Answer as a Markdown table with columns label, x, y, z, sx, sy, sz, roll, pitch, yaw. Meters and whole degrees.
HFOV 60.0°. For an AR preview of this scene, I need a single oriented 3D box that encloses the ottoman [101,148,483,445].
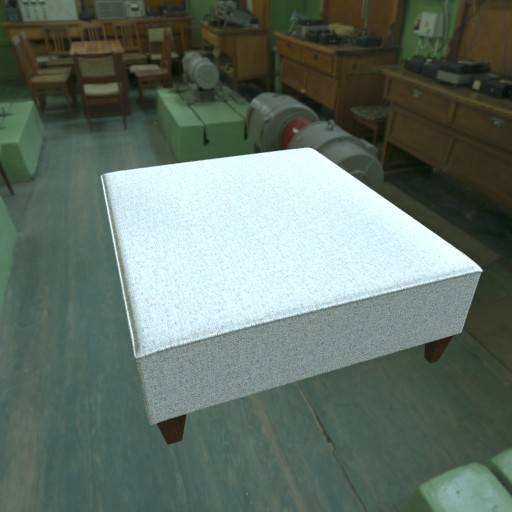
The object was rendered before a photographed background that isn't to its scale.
| label | x | y | z | sx | sy | sz | roll | pitch | yaw |
| --- | --- | --- | --- | --- | --- | --- | --- | --- | --- |
| ottoman | 0.000 | 0.000 | 1.241 | 0.736 | 0.303 | 0.835 | -11 | 34 | -17 |
